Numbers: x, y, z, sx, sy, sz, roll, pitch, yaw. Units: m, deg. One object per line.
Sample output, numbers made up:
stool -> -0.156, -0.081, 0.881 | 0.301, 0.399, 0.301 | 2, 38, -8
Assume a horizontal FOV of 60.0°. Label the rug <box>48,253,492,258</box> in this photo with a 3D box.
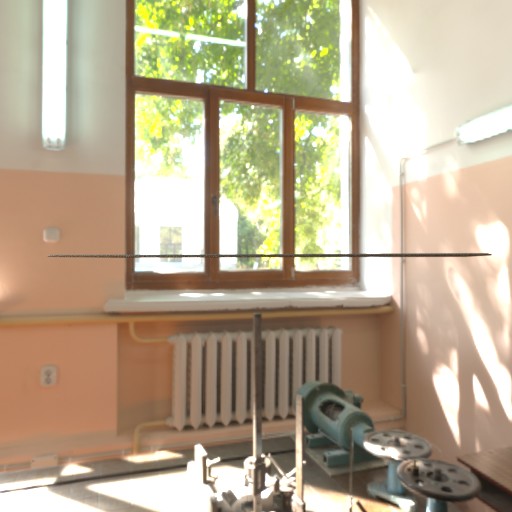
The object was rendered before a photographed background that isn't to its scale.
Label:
rug -> 0.000, 0.000, 2.426 | 2.196, 0.011, 0.662 | 0, -1, 17
